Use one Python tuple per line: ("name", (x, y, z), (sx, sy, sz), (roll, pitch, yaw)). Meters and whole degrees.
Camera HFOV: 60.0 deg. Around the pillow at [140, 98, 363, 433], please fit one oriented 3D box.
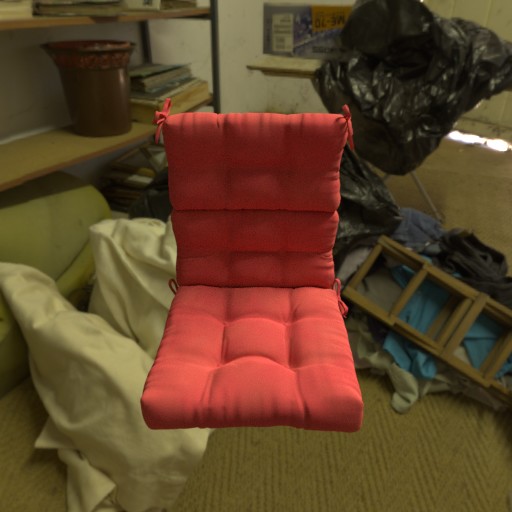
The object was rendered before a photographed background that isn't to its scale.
("pillow", (0.000, 0.000, 1.045), (0.519, 0.605, 0.571), (1, 32, 1))
